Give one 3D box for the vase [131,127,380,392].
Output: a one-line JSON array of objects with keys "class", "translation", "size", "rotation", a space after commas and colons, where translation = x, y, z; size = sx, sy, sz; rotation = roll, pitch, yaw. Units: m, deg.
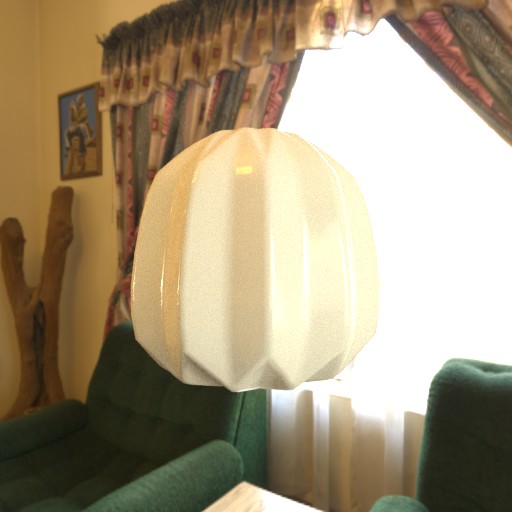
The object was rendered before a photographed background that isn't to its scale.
[{"class": "vase", "translation": [0.000, 0.000, 0.254], "size": [0.139, 0.134, 0.139], "rotation": [0, 2, 0]}]
